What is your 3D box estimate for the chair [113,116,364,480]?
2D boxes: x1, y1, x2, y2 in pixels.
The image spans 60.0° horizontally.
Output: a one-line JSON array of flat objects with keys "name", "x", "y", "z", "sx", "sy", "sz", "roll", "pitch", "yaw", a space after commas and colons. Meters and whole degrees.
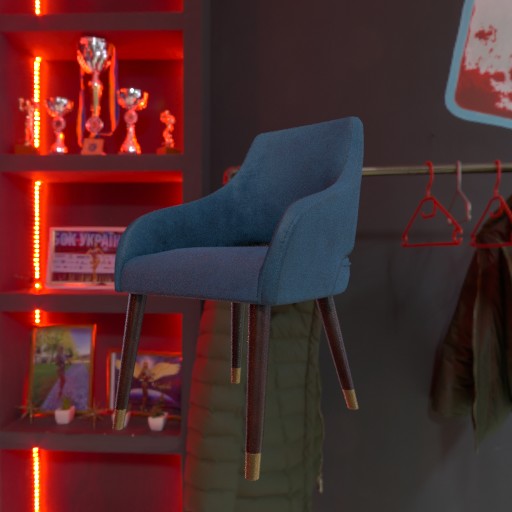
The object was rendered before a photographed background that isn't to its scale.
[{"name": "chair", "x": 0.000, "y": 0.000, "z": 1.547, "sx": 0.683, "sy": 1.081, "sz": 0.794, "roll": 0, "pitch": 1, "yaw": 36}]
